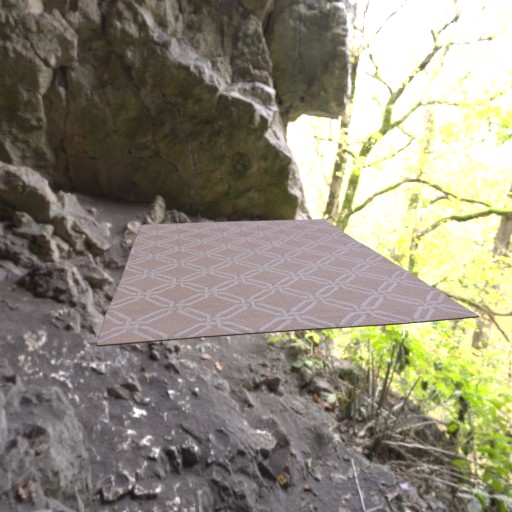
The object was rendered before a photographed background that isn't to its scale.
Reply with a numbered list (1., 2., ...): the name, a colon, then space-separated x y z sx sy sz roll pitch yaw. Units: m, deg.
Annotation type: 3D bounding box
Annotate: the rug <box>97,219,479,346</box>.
1. rug: 0.000 0.000 4.304 2.452 0.020 3.365 -3 16 -9
